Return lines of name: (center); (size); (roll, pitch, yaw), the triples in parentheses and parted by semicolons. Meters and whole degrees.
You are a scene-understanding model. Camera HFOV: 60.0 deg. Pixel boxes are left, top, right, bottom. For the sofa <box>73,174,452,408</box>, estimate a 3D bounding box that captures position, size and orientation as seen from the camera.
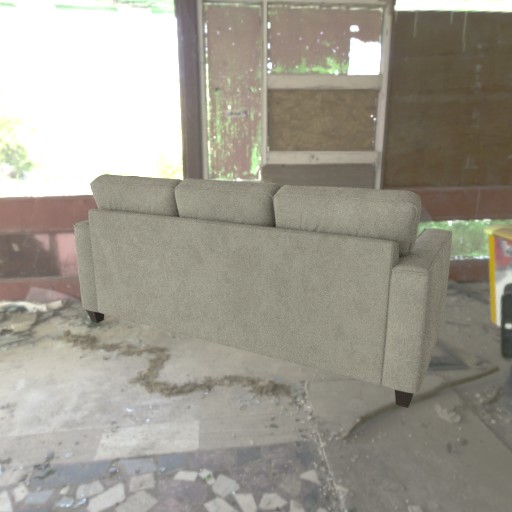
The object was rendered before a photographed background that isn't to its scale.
sofa: (0.000, 0.000, 2.709); (2.133, 0.965, 0.939); (8, 17, 27)
